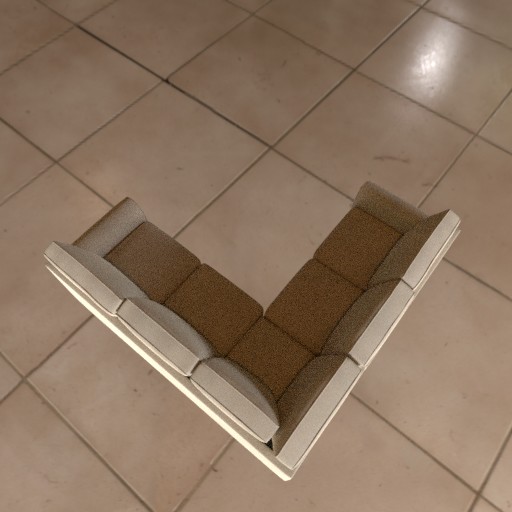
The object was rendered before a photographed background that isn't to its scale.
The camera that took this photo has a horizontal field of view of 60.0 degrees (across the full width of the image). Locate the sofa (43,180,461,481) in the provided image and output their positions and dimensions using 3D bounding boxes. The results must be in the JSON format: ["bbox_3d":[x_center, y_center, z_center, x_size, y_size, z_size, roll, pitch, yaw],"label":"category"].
[{"bbox_3d":[0.000,0.000,3.905,2.569,1.054,2.487,35,68,17],"label":"sofa"}]
